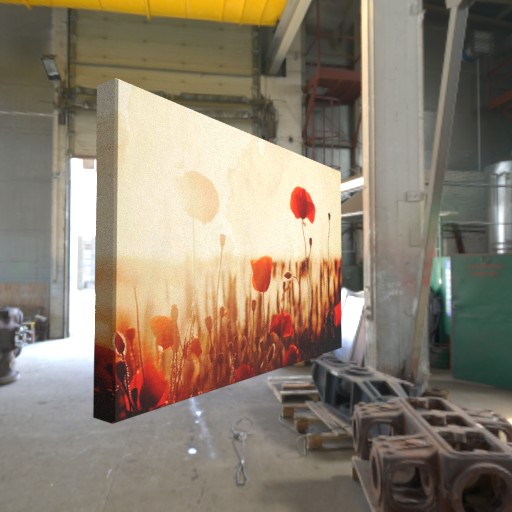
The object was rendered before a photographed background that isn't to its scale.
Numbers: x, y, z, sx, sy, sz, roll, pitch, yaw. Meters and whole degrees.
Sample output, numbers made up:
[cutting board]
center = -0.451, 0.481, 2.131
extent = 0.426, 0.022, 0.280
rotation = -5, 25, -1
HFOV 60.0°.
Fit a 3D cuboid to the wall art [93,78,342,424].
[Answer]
[wall art]
center = 0.000, 0.000, 0.773
extent = 0.040, 0.402, 0.613
rotation = -1, -2, 36
